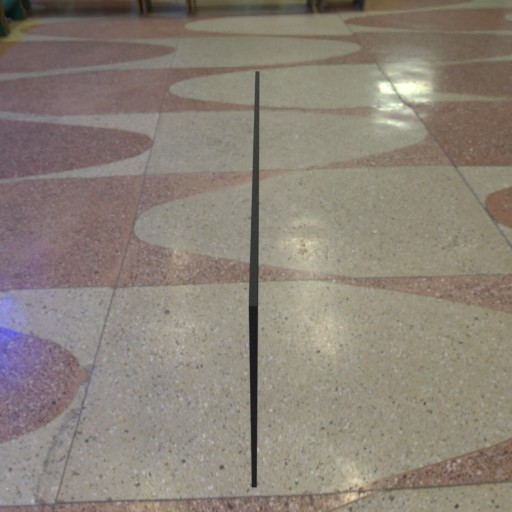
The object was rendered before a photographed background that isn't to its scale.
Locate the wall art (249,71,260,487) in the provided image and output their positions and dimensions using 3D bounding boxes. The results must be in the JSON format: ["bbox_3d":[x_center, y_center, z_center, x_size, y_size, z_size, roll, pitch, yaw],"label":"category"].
[{"bbox_3d":[0.000,0.000,1.227,0.013,0.665,0.963,0,42,0],"label":"wall art"}]
